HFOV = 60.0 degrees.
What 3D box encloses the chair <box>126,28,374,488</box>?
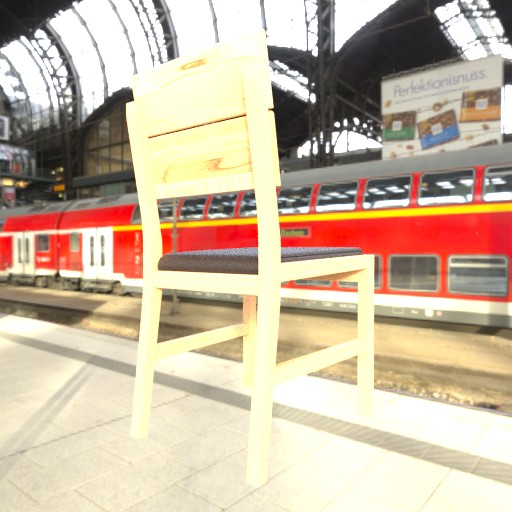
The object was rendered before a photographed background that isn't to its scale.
[{"bbox_3d":[0.000,0.000,1.252,0.475,0.950,0.560,1,1,37],"label":"chair"}]
